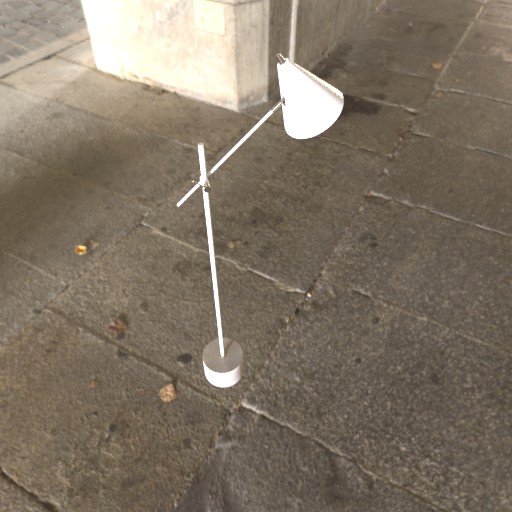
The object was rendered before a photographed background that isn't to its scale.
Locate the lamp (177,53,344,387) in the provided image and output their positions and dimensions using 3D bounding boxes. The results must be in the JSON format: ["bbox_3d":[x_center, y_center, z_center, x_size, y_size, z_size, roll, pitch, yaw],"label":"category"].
[{"bbox_3d":[0.000,0.000,1.621,0.508,1.430,0.223,-11,48,-11],"label":"lamp"}]
